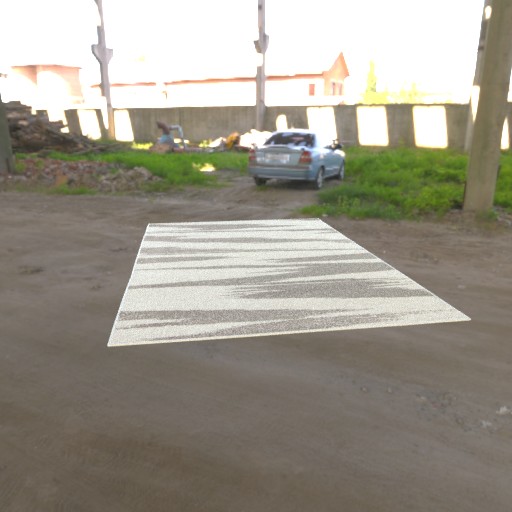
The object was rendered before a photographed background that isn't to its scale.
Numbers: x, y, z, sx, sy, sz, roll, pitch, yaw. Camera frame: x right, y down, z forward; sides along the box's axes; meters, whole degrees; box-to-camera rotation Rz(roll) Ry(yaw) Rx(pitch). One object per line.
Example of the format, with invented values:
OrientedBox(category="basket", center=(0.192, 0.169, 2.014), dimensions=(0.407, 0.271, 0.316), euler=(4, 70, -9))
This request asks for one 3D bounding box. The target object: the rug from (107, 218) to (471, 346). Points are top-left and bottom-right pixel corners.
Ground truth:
OrientedBox(category="rug", center=(0.000, 0.000, 2.310), dimensions=(1.225, 0.008, 1.827), euler=(-3, 16, -9))
